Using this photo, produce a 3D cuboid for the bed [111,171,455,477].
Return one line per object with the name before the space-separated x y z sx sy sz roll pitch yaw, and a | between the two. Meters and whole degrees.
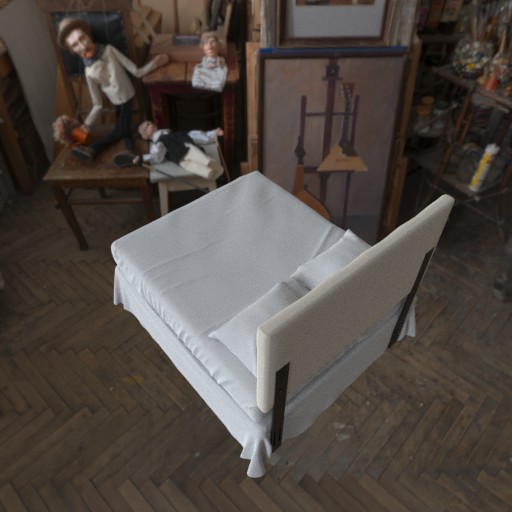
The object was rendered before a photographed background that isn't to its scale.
bed | 0.000 0.000 3.568 1.936 1.577 2.222 -32 54 -27
